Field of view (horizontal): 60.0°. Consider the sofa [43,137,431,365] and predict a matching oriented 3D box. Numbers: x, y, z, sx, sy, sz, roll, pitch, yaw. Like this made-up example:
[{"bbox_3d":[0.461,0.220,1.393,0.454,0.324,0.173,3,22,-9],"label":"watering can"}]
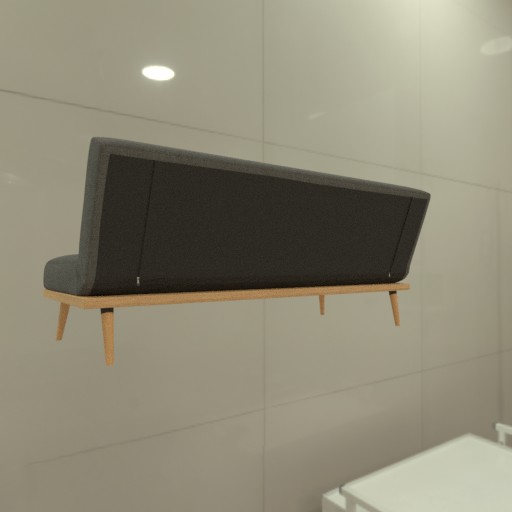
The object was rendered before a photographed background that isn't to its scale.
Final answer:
[{"bbox_3d":[0.000,0.000,2.214,1.820,0.770,0.820,1,-1,-36],"label":"sofa"}]
